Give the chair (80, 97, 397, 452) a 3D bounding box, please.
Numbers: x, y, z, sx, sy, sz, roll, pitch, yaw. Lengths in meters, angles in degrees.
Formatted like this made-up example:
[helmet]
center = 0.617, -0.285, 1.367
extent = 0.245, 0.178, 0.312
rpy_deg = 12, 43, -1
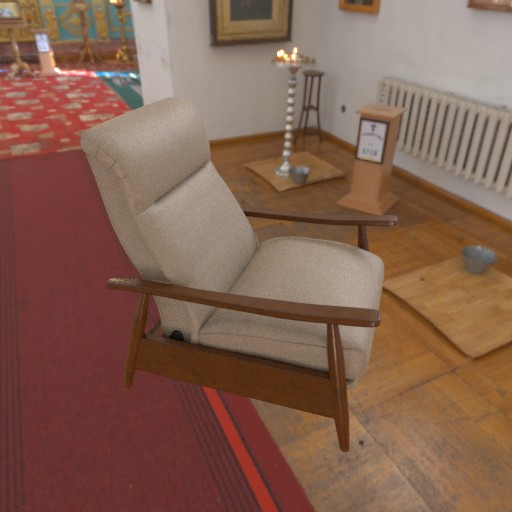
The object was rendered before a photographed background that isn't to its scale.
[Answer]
[chair]
center = 0.000, 0.000, 1.788
extent = 1.030, 1.082, 0.762
rpy_deg = 10, 32, 16
